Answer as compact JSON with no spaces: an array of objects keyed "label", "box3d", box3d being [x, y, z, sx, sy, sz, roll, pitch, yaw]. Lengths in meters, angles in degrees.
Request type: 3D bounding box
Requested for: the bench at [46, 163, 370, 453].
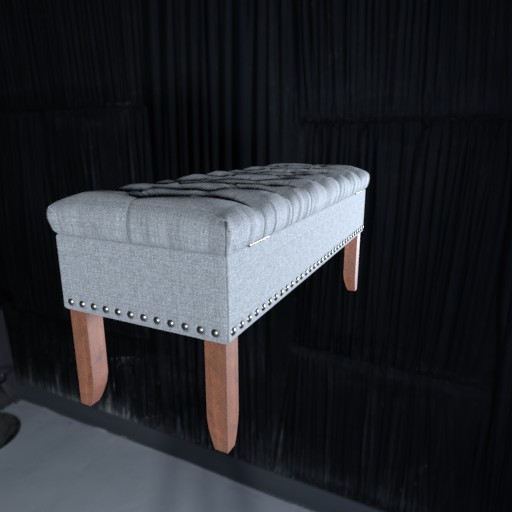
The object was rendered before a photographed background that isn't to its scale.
[{"label":"bench","box3d":[0.000,0.000,1.284,0.417,0.470,1.052,7,17,25]}]
